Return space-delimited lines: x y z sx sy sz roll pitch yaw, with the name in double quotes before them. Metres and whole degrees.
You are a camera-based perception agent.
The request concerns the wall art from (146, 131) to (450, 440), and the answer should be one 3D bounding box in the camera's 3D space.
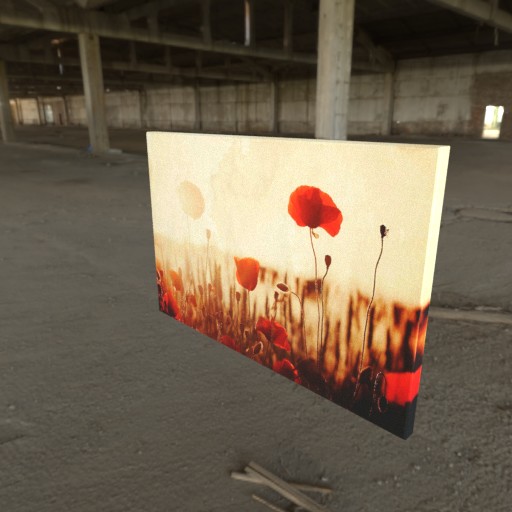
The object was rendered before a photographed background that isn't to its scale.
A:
"wall art" 0.000 0.000 1.159 0.918 0.602 0.038 17 24 42
